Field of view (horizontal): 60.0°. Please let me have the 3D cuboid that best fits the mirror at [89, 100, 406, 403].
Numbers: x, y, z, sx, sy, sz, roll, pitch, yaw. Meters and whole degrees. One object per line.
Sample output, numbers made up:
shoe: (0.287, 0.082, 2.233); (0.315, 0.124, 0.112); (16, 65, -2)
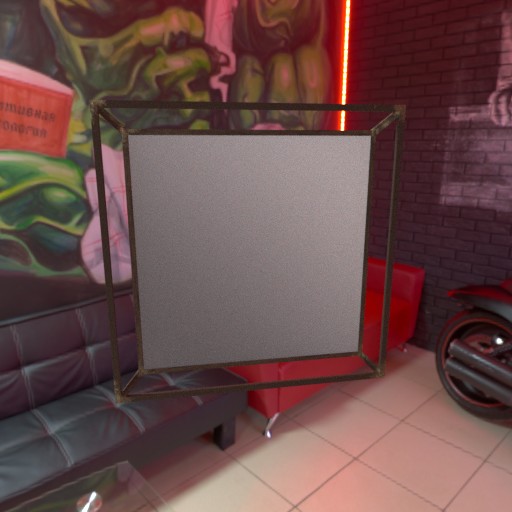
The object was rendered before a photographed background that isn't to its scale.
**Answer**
mirror: (0.000, 0.000, 0.933); (0.610, 0.610, 0.032); (-3, 14, -10)
